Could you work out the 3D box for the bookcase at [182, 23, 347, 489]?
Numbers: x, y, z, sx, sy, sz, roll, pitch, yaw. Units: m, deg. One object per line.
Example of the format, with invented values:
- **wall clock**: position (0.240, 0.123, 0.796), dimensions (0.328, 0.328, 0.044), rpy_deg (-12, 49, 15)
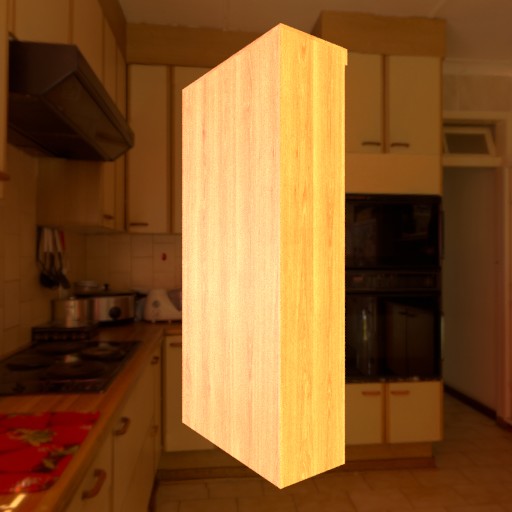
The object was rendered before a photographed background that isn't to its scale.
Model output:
- **bookcase**: position (0.000, 0.000, 2.430), dimensions (0.420, 2.020, 0.950), rpy_deg (0, 0, -36)
